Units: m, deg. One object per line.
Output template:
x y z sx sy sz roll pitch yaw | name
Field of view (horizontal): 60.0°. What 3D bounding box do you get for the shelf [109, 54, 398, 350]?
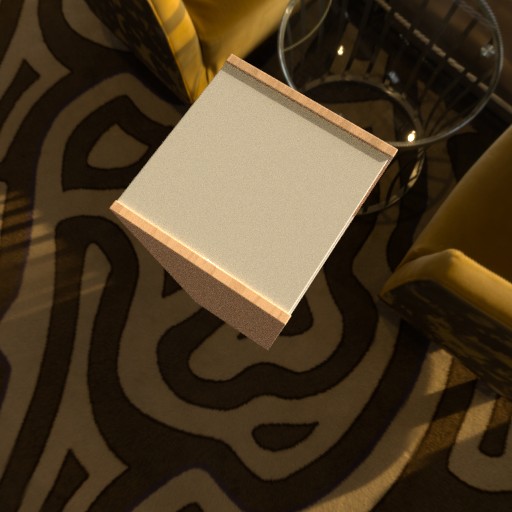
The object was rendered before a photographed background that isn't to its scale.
0.000 0.000 1.061 0.290 0.900 0.300 33 78 8 | shelf
